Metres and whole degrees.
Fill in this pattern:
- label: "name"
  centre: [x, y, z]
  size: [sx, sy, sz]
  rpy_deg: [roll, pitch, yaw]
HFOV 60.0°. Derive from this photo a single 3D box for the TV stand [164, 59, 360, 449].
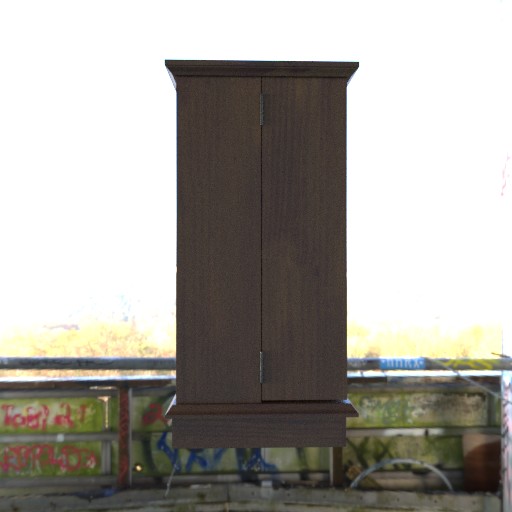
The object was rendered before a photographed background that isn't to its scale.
- label: "TV stand"
  centre: [0.000, 0.000, 1.453]
  size: [0.406, 0.813, 1.067]
  rpy_deg: [0, 0, -1]
